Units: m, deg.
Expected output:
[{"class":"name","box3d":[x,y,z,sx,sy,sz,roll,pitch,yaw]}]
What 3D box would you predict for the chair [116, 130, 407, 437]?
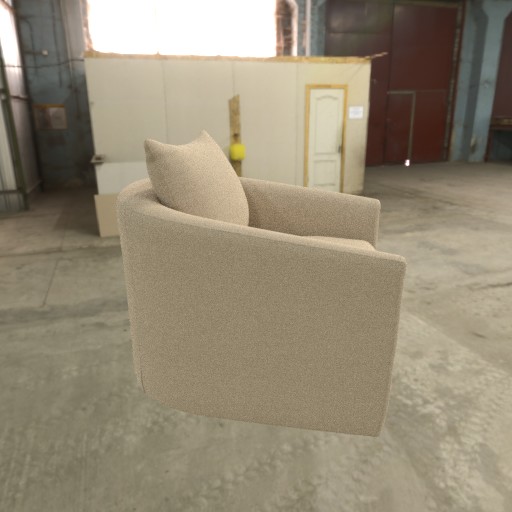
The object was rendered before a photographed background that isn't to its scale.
[{"class":"chair","box3d":[0.000,0.000,1.595,0.910,0.848,0.845,3,18,10]}]
